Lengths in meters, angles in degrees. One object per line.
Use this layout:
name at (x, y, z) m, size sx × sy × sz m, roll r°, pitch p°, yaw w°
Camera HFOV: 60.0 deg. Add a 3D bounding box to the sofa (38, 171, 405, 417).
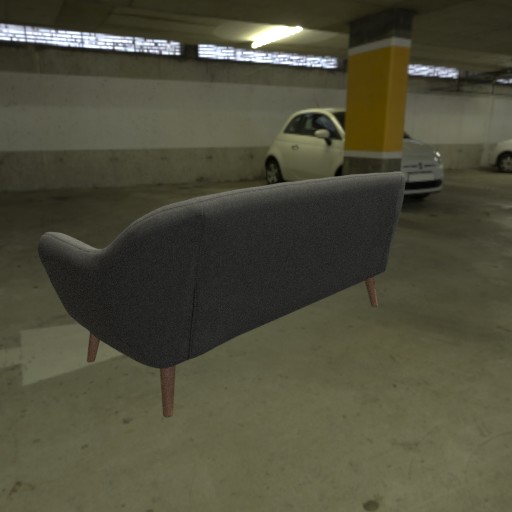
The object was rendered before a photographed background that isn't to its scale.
sofa at (0.000, 0.000, 2.225) m, size 0.820 × 0.820 × 1.840 m, roll 14°, pitch 21°, yaw 42°
